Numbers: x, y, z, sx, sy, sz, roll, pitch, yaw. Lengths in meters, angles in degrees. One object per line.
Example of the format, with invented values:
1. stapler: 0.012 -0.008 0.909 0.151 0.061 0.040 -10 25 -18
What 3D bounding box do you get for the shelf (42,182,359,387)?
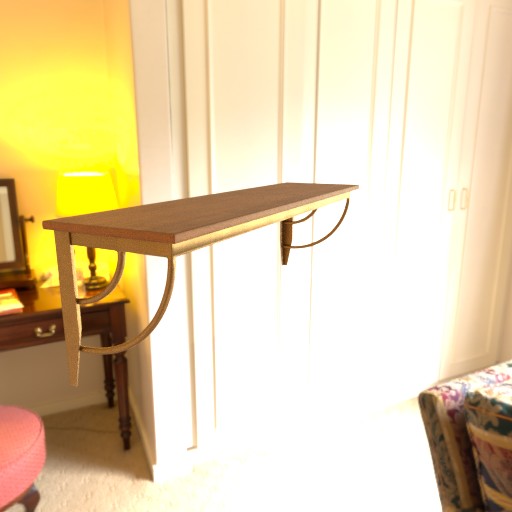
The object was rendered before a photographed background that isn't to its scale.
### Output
1. shelf: 0.000 0.000 0.711 0.166 0.190 0.636 7 15 26
